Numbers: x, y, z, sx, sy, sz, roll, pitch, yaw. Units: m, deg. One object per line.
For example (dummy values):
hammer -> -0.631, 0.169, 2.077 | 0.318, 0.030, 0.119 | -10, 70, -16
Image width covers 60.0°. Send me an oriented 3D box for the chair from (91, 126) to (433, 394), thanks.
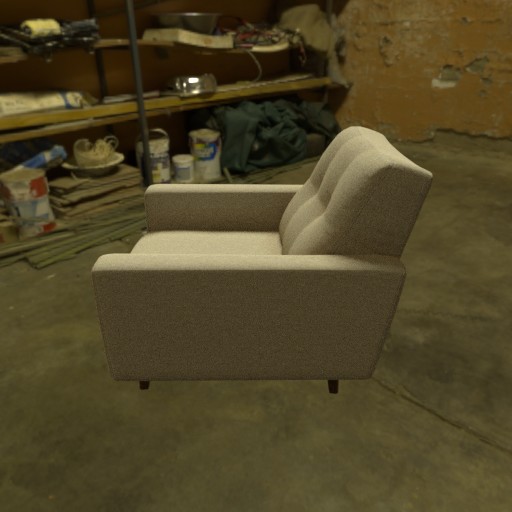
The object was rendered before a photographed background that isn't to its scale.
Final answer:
chair -> 0.000, 0.000, 1.874 | 1.128, 0.965, 0.897 | 0, 27, 0
